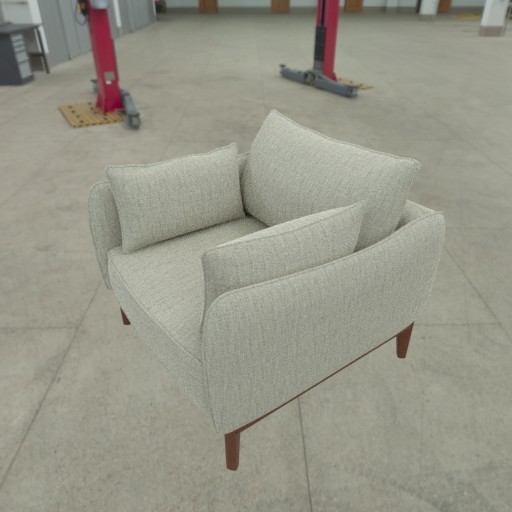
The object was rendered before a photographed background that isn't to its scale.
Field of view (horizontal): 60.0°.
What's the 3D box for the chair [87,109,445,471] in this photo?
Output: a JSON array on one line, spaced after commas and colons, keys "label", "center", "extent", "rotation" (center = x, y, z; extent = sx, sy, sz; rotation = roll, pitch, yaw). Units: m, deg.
[{"label": "chair", "center": [0.000, 0.000, 1.711], "extent": [0.991, 0.855, 0.994], "rotation": [-21, 38, -30]}]
